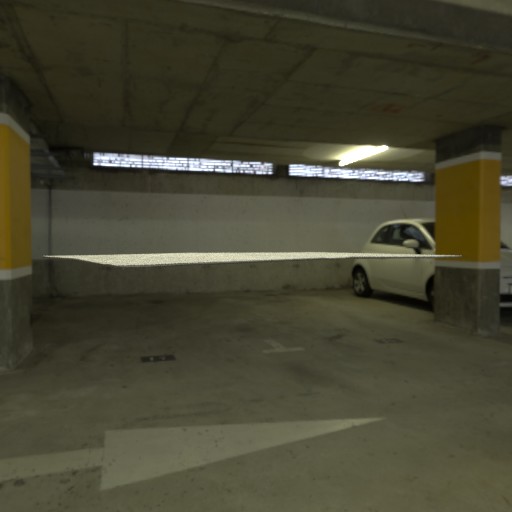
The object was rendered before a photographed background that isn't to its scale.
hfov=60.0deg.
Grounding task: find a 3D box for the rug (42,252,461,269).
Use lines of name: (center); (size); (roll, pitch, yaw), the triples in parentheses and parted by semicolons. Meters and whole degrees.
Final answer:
rug: (0.000, 0.000, 2.244); (1.789, 0.021, 1.159); (-1, 2, -35)
